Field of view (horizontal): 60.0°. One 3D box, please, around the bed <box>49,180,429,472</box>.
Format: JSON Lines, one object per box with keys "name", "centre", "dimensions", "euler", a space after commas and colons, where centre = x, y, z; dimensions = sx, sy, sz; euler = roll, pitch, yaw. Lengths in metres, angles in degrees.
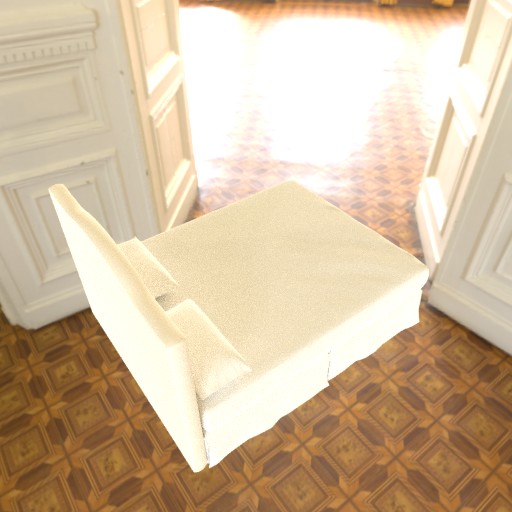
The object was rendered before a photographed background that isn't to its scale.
{"name": "bed", "centre": [0.000, 0.000, 3.442], "dimensions": [2.282, 1.436, 1.821], "euler": [-26, 48, -27]}
